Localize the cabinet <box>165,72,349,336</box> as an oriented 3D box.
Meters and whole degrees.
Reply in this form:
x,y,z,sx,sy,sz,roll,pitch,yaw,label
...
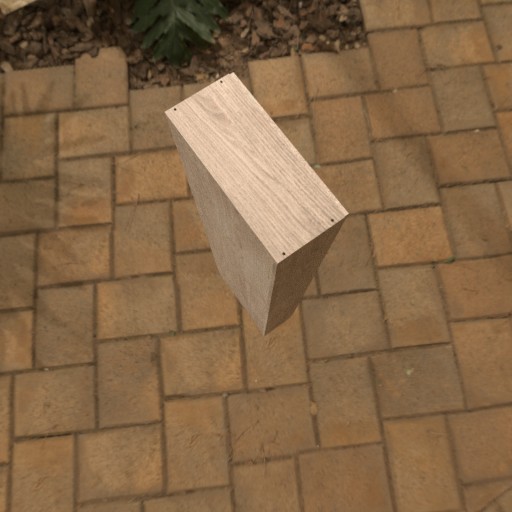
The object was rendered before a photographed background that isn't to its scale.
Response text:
x,y,z,sx,sy,sz,roll,pitch,yaw,label
0.000,0.000,1.979,0.230,1.790,0.500,-34,77,-9,cabinet
